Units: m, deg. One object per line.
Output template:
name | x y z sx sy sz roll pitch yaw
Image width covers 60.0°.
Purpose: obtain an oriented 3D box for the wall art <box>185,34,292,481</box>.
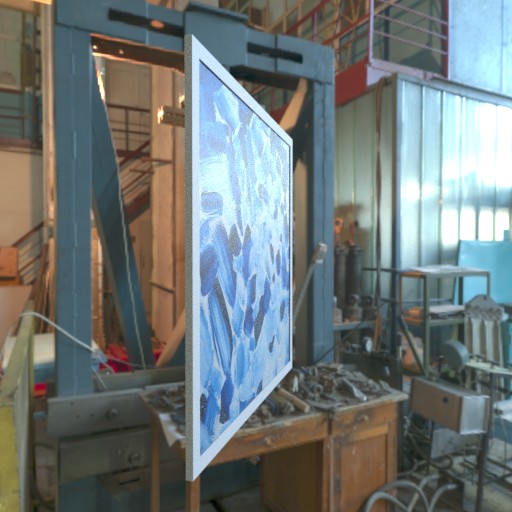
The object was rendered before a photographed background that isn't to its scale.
wall art | 0.000 0.000 1.193 0.015 0.812 0.812 0 1 18
